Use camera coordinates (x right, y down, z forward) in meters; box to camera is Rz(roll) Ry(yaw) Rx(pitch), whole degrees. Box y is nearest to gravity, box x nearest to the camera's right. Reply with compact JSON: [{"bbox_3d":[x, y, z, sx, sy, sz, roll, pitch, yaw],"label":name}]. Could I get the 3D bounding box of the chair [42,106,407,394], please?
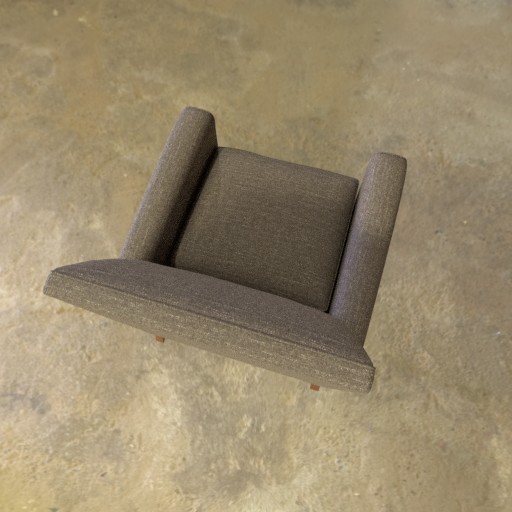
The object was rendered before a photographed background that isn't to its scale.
[{"bbox_3d":[0.000,0.000,1.531,0.838,0.885,0.875,15,64,8],"label":"chair"}]
